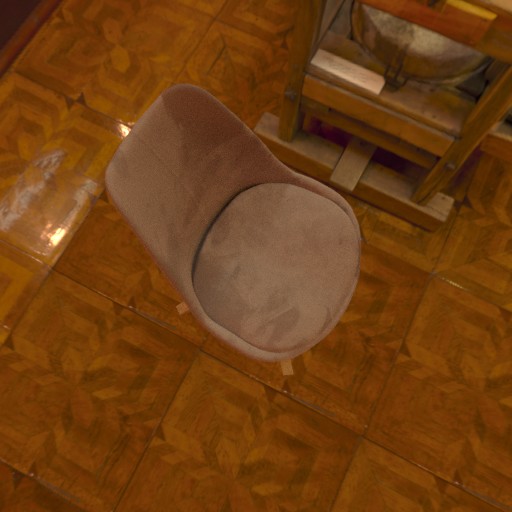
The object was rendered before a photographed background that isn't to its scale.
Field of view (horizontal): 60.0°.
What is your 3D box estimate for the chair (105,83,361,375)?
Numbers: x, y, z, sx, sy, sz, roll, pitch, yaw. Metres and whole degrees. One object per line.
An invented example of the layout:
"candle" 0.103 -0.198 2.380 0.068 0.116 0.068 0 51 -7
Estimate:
"chair" 0.000 0.000 1.193 0.550 0.850 0.485 29 77 7
